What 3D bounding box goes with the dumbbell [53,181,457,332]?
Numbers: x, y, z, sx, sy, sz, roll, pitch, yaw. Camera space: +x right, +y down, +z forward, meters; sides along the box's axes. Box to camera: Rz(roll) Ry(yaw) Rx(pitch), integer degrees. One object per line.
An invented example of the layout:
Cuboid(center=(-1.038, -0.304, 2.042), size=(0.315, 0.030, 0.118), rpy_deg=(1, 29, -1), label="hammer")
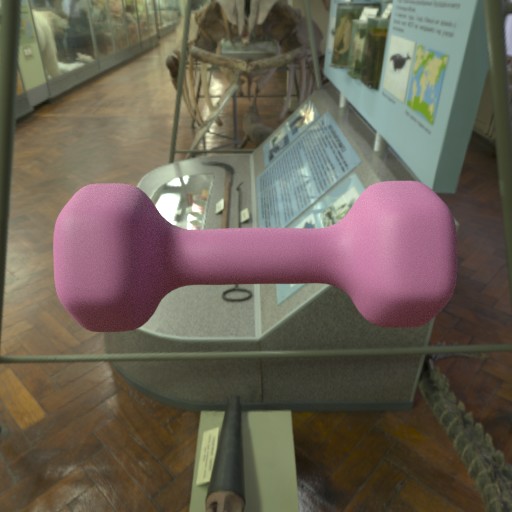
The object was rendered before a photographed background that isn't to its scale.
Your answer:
Cuboid(center=(0.000, 0.000, 0.189), size=(0.159, 0.058, 0.064), rpy_deg=(0, 30, -1), label="dumbbell")
